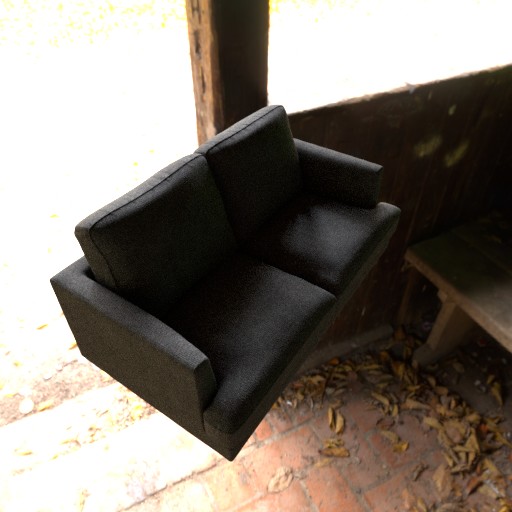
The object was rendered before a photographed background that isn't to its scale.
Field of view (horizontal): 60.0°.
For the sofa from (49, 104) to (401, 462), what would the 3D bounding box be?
[{"bbox_3d":[0.000,0.000,2.142,0.903,0.956,1.582,25,47,25],"label":"sofa"}]
